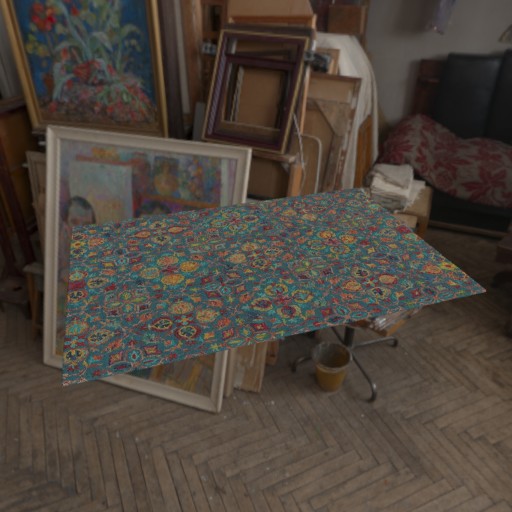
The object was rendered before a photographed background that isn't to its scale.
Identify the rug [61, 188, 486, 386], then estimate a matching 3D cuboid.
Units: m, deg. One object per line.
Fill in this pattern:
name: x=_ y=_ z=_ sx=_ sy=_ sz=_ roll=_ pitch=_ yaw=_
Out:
rug: x=0.000 y=0.000 z=2.289 sx=1.836 sy=0.014 sz=1.216 roll=-10 pitch=34 yaw=-15
